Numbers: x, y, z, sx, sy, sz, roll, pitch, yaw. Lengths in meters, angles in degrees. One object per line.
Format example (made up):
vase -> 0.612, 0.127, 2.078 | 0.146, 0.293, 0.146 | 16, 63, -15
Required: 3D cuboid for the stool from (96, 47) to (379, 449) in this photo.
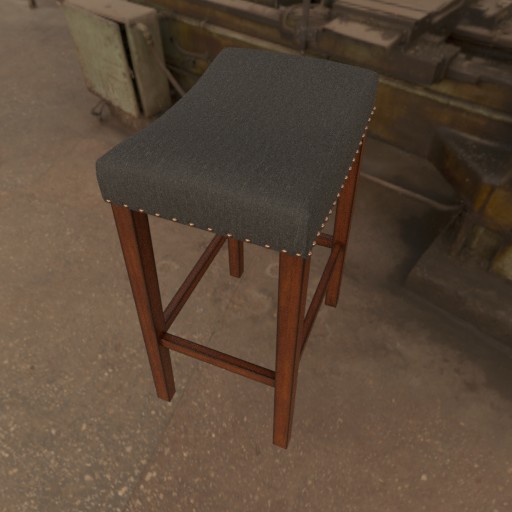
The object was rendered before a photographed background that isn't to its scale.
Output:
stool -> 0.000, 0.000, 1.030 | 0.366, 0.760, 0.502 | 16, 48, 15
